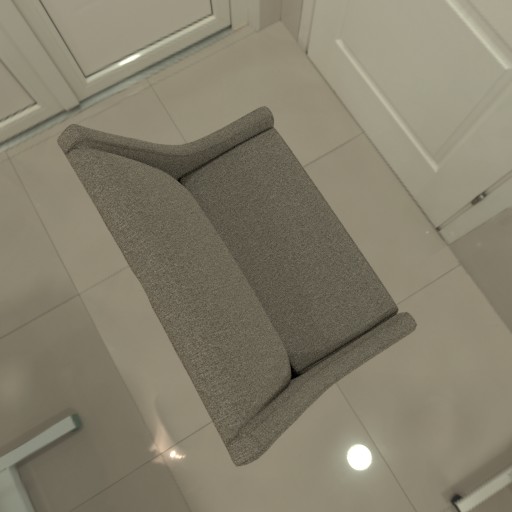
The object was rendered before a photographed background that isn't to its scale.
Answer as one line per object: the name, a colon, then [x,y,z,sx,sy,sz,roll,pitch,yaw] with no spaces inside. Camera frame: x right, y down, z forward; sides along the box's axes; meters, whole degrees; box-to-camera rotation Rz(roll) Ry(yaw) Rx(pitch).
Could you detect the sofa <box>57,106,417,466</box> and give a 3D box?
sofa: [0.000,0.000,1.893,0.862,1.026,1.242,-31,78,-7]
